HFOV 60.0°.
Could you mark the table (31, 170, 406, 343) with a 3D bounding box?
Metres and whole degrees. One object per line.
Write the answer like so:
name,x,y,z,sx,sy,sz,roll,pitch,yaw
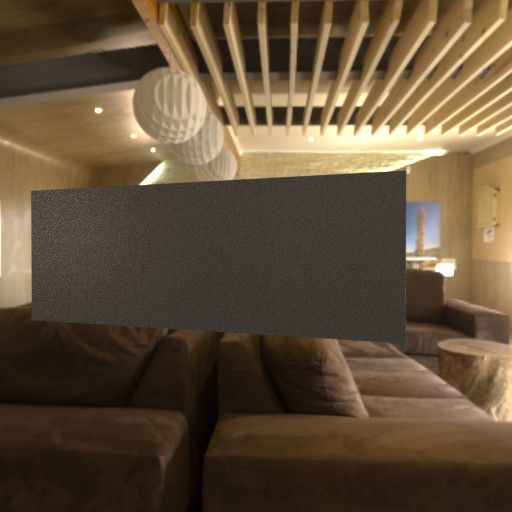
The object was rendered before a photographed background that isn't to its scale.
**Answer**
table,0.000,0.000,1.253,0.801,0.299,0.801,0,1,19
